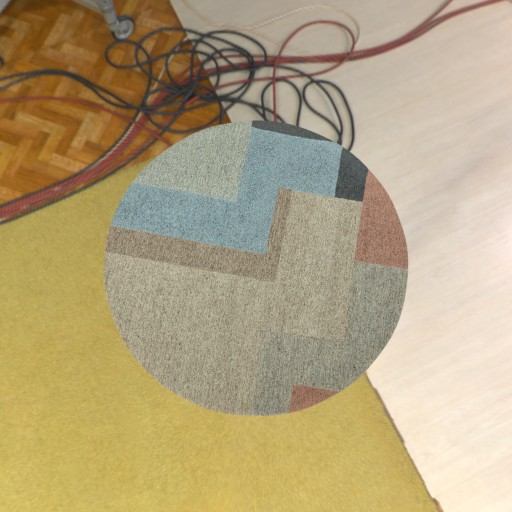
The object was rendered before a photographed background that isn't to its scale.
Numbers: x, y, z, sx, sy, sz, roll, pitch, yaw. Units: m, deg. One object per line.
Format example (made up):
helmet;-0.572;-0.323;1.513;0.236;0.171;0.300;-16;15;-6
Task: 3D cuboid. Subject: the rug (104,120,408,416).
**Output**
rug;0.000;0.000;3.587;2.461;0.033;2.461;0;75;0
